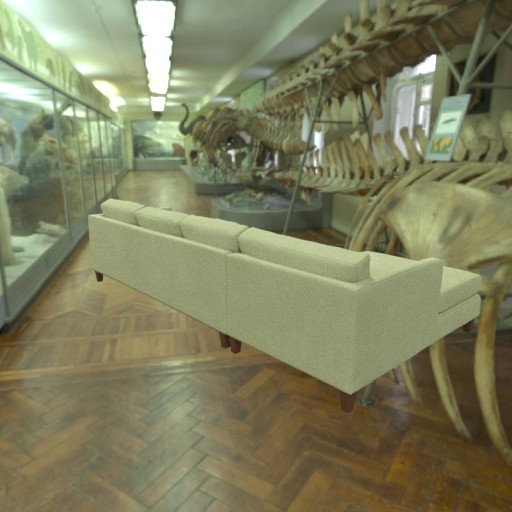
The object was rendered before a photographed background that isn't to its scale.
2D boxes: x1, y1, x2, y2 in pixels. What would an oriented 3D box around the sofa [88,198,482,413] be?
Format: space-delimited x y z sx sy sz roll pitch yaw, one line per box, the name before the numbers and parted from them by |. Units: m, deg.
sofa | 0.000 0.000 3.838 1.625 0.846 3.186 -13 19 -41
